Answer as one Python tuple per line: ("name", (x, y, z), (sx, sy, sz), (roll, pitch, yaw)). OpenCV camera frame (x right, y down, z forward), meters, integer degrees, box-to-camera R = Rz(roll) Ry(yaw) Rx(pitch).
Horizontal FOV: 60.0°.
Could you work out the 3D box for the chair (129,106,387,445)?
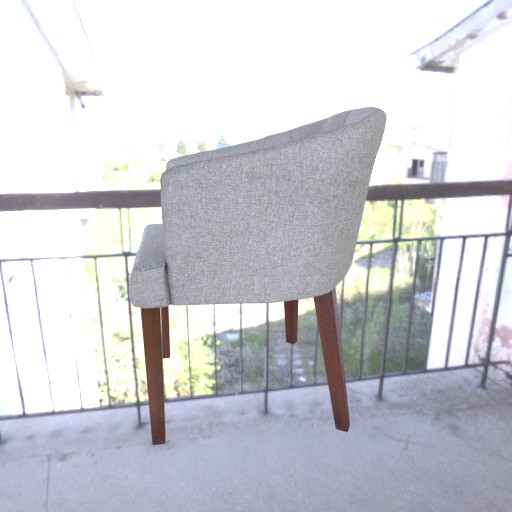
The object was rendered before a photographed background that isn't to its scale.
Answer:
("chair", (0.000, 0.000, 1.264), (0.655, 0.811, 0.583), (-2, 15, -10))
